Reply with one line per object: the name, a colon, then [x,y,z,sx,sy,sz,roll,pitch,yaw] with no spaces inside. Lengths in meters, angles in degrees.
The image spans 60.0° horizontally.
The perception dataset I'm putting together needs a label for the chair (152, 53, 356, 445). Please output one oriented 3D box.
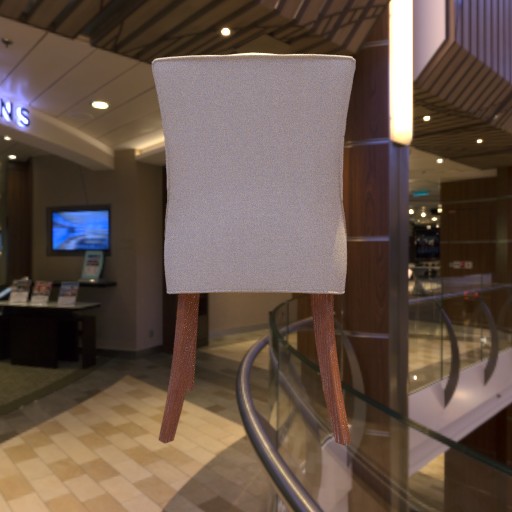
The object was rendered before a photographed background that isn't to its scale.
chair: [0.000,0.000,1.206,0.509,0.874,0.565,0,0,1]
